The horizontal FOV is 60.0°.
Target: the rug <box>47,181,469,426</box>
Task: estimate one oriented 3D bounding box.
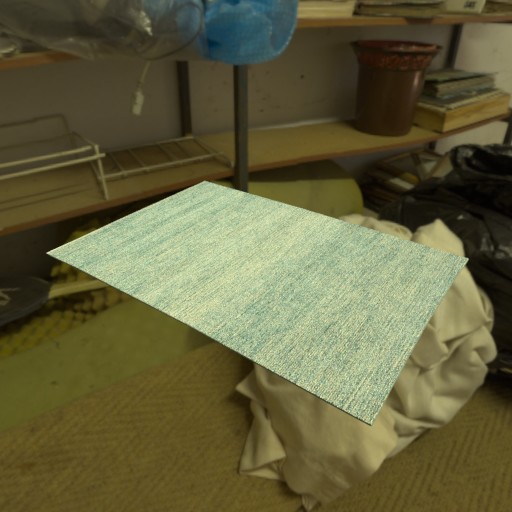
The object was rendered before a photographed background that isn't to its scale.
[{"bbox_3d":[0.000,0.000,5.152,4.078,0.052,2.802,21,37,30],"label":"rug"}]
